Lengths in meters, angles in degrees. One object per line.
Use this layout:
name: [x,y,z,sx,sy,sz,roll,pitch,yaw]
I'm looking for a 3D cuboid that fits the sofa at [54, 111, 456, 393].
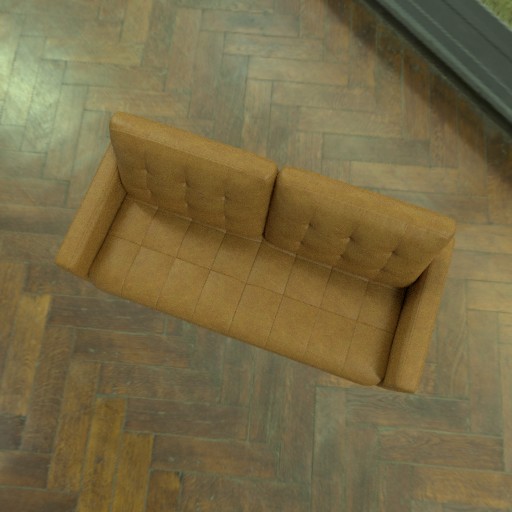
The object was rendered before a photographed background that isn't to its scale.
sofa: [0.000,0.000,2.256,1.821,0.898,0.850,19,77,5]
